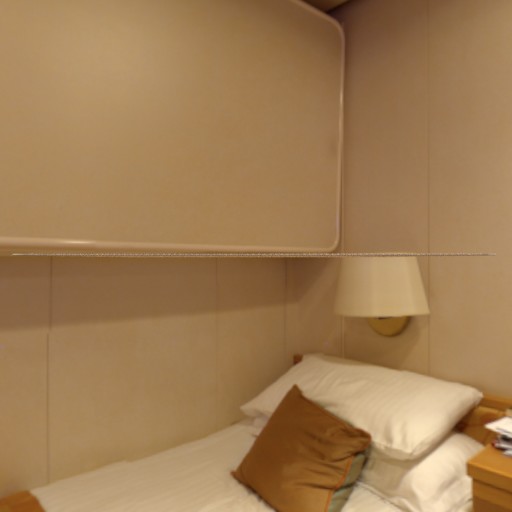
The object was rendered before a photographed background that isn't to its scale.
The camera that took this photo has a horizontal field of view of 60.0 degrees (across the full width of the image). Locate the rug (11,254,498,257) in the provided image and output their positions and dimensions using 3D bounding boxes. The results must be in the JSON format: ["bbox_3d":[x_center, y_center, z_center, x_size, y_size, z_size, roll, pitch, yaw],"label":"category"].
[{"bbox_3d":[0.000,0.000,3.958,3.043,0.013,2.444,0,0,1],"label":"rug"}]
